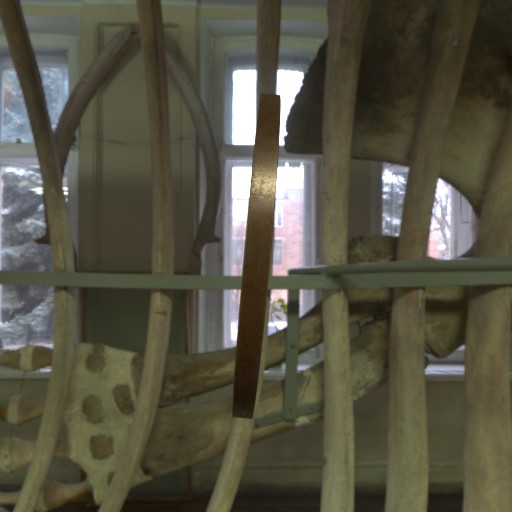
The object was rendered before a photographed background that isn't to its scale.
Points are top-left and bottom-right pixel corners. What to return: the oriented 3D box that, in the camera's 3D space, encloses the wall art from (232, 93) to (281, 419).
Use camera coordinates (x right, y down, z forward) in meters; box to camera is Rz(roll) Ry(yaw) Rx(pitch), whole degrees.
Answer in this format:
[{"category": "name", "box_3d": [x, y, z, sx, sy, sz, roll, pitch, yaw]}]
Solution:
[{"category": "wall art", "box_3d": [0.000, 0.000, 0.845, 0.084, 0.583, 0.582, 0, -1, 0]}]
